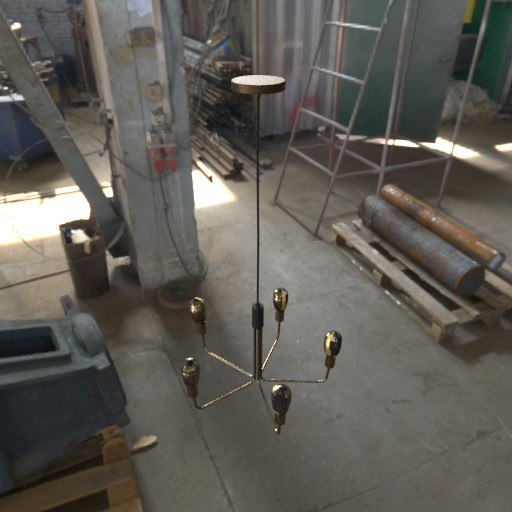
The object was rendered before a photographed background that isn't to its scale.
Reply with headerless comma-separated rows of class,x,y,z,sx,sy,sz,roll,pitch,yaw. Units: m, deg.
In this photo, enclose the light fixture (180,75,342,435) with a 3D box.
light fixture,0.000,0.000,1.399,0.588,1.059,0.532,11,33,17
